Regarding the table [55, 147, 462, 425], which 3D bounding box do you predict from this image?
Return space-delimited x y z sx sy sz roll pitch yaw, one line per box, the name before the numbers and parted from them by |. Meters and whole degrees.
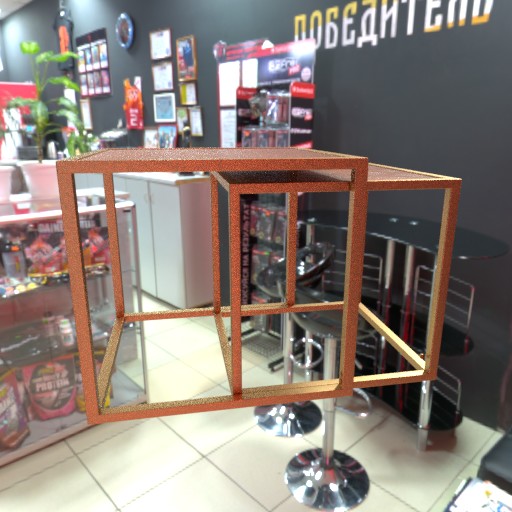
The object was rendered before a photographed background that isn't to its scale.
table | 0.000 0.000 1.098 0.762 0.505 0.505 -3 16 -10
